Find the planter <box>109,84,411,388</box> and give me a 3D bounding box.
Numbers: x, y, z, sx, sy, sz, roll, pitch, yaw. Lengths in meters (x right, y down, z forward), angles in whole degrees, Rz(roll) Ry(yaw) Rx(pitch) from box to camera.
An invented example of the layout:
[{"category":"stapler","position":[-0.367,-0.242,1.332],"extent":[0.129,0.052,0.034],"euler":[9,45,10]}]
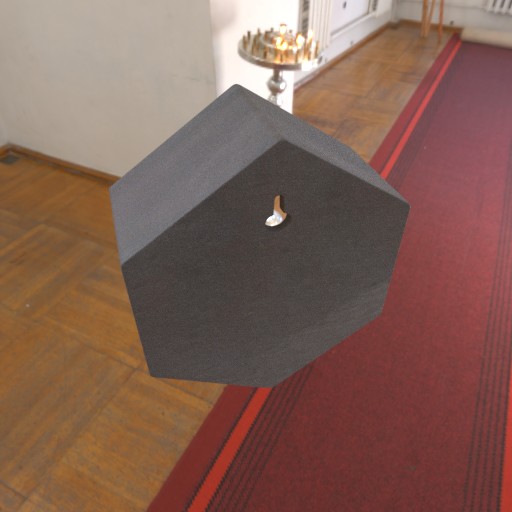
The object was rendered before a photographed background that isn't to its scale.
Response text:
[{"category":"planter","position":[0.000,0.000,0.301],"extent":[0.169,0.206,0.077],"euler":[-12,42,-14]}]
